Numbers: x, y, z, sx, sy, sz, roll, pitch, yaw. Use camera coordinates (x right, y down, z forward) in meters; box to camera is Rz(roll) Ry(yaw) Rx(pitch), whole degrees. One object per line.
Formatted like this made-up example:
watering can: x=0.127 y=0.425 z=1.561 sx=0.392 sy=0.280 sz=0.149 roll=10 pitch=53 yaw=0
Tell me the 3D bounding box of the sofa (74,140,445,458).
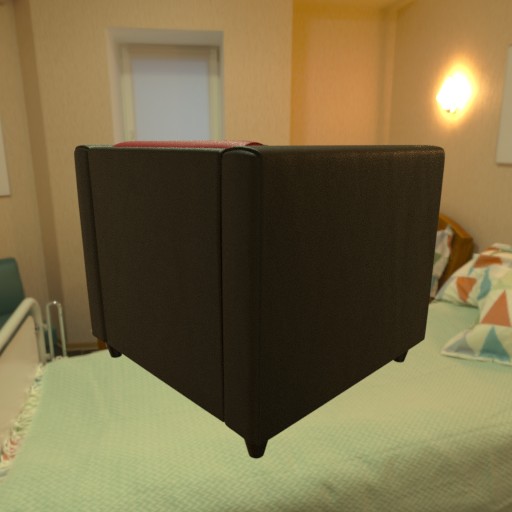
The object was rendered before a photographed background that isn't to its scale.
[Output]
sofa: x=0.000 y=0.000 z=1.442 sx=0.809 sy=0.724 sz=0.839 roll=-13 pitch=19 yaw=-42
